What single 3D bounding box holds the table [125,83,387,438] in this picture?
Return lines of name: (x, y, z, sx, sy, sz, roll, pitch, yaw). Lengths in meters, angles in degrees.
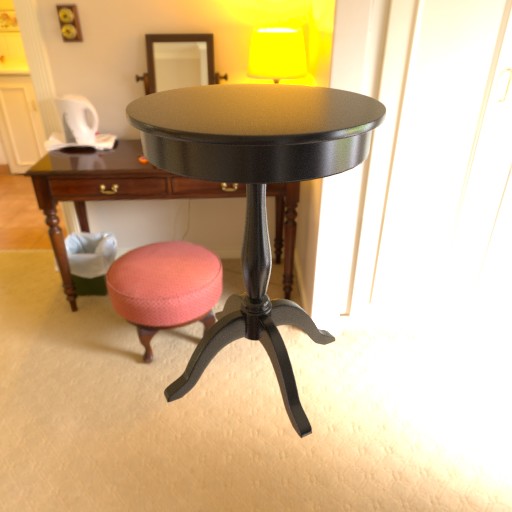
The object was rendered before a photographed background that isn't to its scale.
table: (0.000, 0.000, 0.998, 0.481, 0.665, 0.481, 0, 30, 0)
